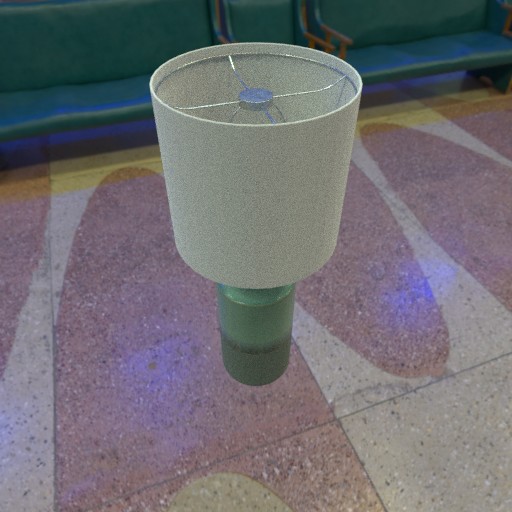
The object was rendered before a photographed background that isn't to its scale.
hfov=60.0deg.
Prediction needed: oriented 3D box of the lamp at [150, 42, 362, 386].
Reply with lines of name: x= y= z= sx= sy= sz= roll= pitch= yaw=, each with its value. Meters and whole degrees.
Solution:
lamp: x=0.000 y=0.000 z=0.614 sx=0.212 sy=0.493 sz=0.212 roll=-13 pitch=44 yaw=-13
